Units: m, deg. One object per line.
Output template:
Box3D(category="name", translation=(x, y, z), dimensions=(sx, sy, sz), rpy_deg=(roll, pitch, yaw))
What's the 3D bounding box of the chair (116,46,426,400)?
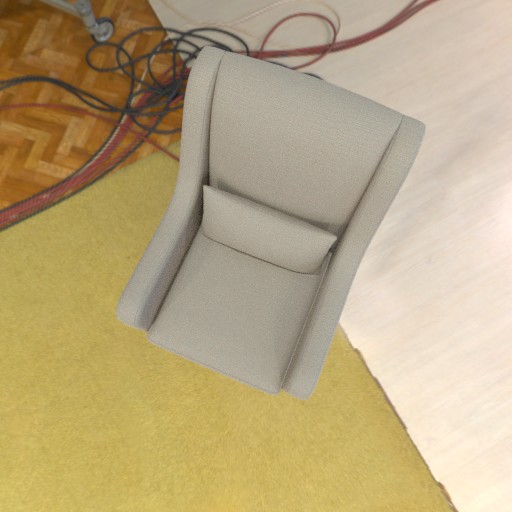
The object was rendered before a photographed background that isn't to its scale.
Box3D(category="chair", translation=(0.000, 0.000, 1.663), dimensions=(0.715, 1.017, 0.896), rpy_deg=(22, 77, 5))
